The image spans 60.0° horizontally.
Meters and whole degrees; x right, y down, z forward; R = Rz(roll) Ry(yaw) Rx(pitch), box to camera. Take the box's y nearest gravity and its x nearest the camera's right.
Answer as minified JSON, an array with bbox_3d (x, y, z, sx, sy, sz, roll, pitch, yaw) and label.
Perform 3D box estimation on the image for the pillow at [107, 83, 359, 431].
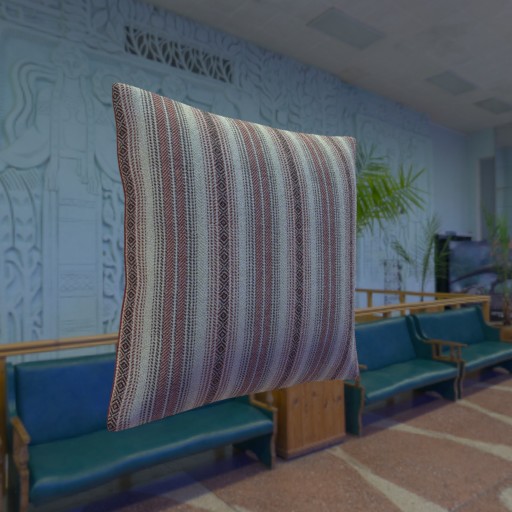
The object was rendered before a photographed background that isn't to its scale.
[{"bbox_3d":[0.000,0.000,0.773,0.513,0.497,0.166,1,-1,-35],"label":"pillow"}]
